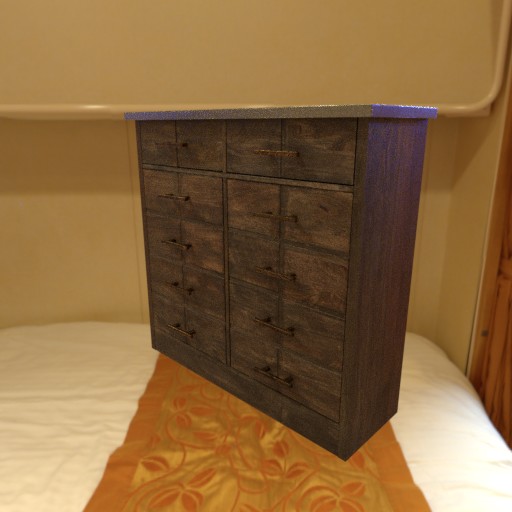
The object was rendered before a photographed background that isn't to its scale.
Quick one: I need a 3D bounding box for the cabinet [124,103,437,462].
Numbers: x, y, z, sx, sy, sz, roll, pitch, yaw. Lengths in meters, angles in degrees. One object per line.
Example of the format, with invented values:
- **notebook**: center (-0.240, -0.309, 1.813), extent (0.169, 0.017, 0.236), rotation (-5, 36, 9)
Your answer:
- **cabinet**: center (0.000, 0.000, 1.472), extent (0.968, 0.919, 0.338), rotation (15, 22, 42)
